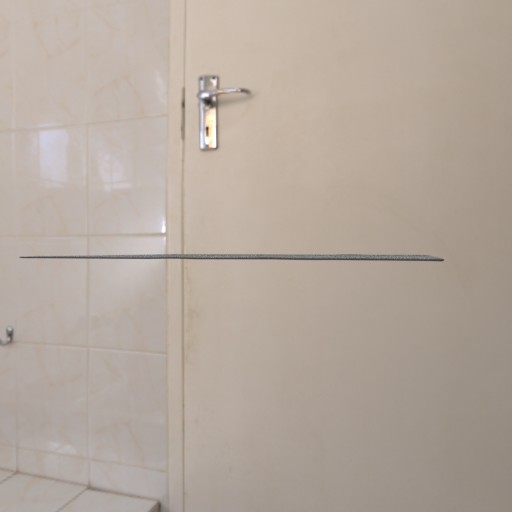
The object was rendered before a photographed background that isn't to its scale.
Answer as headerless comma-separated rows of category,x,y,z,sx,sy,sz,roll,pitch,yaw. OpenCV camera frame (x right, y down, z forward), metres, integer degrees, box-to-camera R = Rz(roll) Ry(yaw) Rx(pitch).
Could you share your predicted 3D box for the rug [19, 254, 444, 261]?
rug,0.000,0.000,4.113,3.068,0.021,2.456,0,1,19
